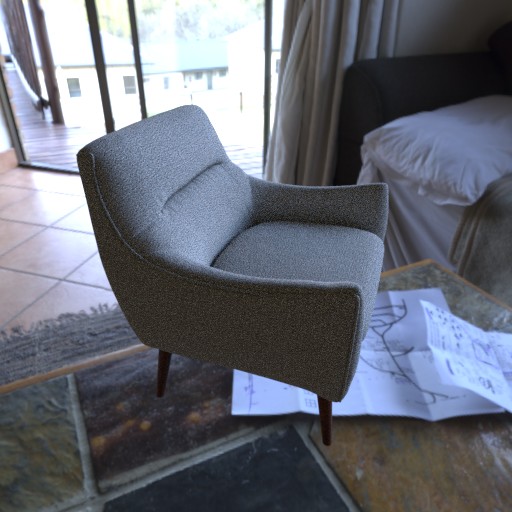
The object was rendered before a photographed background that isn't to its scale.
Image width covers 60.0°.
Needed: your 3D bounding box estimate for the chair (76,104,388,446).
[{"bbox_3d":[0.000,0.000,1.444,0.787,0.838,0.762,10,31,17],"label":"chair"}]
